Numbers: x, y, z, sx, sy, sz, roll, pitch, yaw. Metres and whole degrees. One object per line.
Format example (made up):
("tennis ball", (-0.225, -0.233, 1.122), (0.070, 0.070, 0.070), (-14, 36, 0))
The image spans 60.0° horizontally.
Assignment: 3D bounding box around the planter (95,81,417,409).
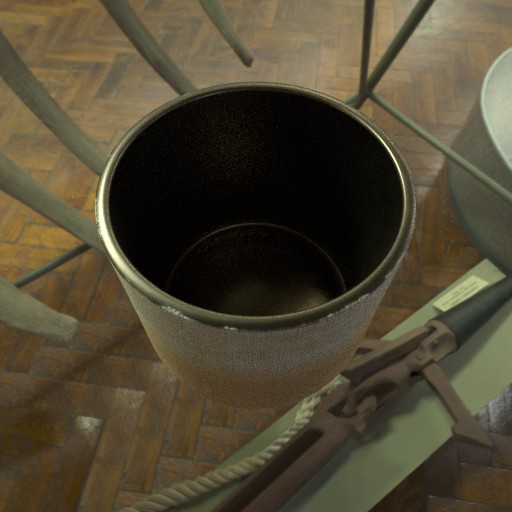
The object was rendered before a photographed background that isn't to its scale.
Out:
("planter", (0.000, 0.000, 0.440), (0.254, 0.221, 0.254), (0, 58, 0))
